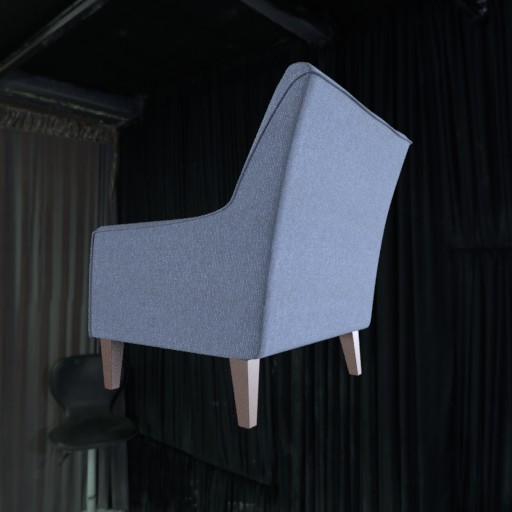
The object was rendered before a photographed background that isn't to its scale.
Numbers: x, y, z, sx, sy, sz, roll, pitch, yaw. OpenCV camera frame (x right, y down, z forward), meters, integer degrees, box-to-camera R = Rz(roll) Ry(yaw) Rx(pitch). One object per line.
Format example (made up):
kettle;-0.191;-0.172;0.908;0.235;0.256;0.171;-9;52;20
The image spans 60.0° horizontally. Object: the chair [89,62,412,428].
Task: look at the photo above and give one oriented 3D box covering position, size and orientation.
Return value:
chair;0.000;0.000;1.602;0.899;0.919;0.780;-1;-2;36
